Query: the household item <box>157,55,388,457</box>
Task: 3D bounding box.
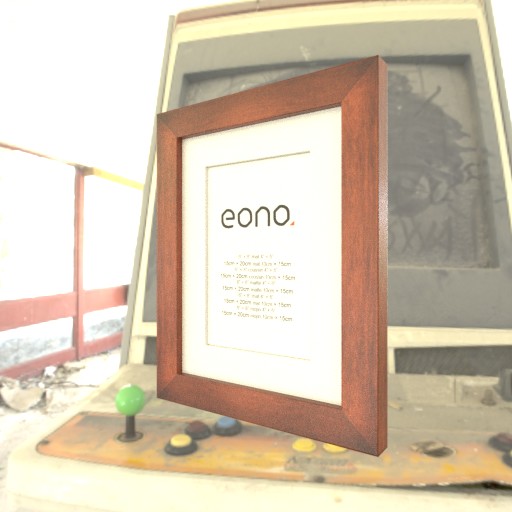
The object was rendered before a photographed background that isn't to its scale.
[{"bbox_3d":[0.000,0.000,0.341,0.200,0.250,0.020,0,0,35],"label":"household item"}]
